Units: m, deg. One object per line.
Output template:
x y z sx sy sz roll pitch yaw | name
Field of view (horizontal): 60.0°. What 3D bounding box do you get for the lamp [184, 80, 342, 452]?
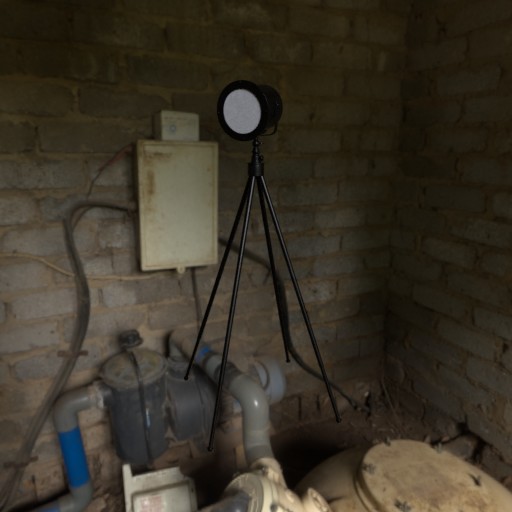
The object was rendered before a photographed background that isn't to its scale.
0.000 0.000 2.052 0.879 1.504 0.884 7 16 25 | lamp
